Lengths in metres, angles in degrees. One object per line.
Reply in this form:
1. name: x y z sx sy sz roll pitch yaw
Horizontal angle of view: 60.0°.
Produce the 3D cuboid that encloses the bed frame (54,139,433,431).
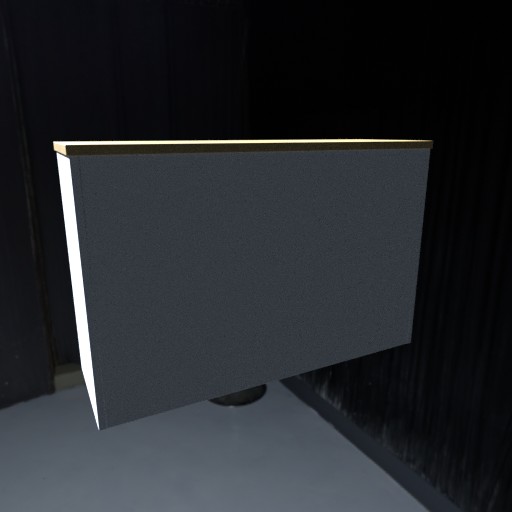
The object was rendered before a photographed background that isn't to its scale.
1. bed frame: 0.000 0.000 1.697 1.300 0.850 0.430 -8 17 -26
